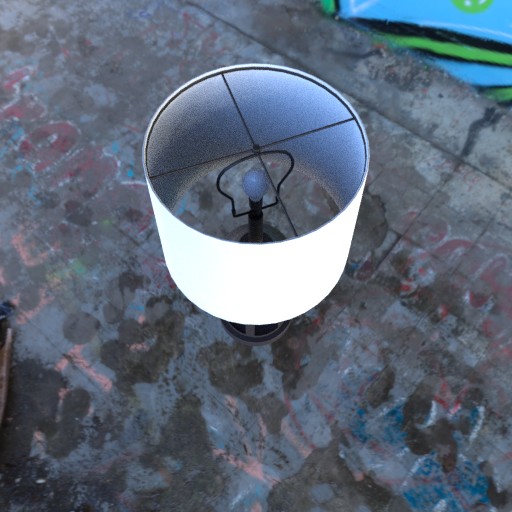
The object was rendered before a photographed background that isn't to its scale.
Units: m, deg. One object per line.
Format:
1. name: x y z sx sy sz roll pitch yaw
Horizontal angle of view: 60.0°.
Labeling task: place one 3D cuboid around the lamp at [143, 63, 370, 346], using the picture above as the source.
1. lamp: 0.000 0.000 0.661 0.251 0.509 0.251 0 65 0
